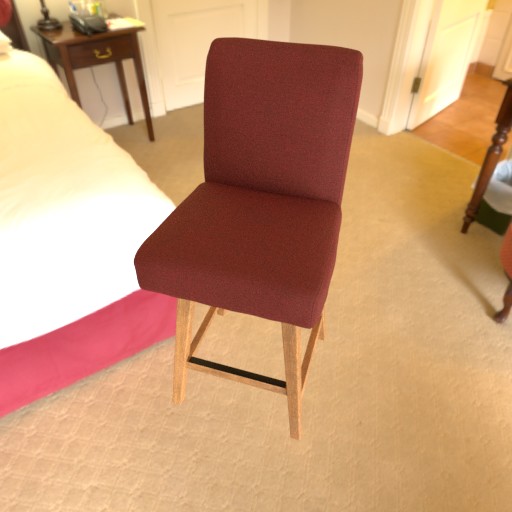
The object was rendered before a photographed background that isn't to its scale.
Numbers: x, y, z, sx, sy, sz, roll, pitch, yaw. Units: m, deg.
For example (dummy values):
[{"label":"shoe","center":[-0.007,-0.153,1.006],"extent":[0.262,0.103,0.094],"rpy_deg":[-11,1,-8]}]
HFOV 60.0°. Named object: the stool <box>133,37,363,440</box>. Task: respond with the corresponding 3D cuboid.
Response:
[{"label":"stool","center":[0.000,0.000,1.293],"extent":[0.468,1.038,0.562],"rpy_deg":[12,42,13]}]
